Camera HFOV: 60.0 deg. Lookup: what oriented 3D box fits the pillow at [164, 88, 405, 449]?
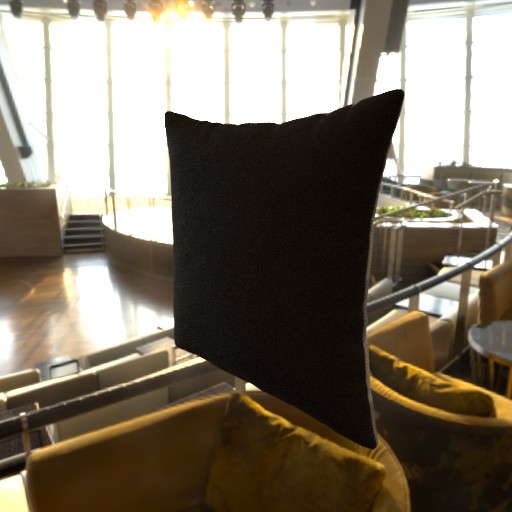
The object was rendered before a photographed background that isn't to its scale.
[{"bbox_3d":[0.000,0.000,0.774,0.161,0.509,0.511,-13,19,-43],"label":"pillow"}]
